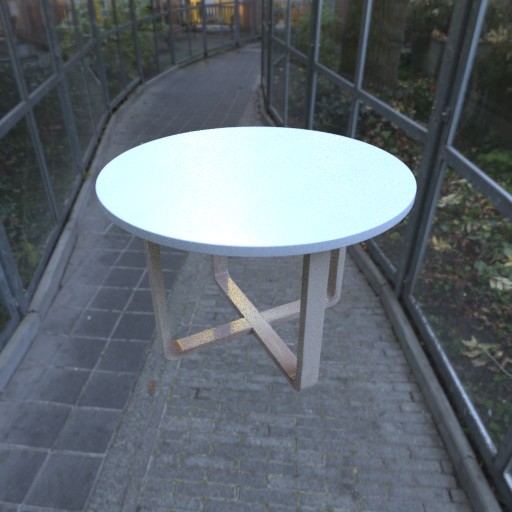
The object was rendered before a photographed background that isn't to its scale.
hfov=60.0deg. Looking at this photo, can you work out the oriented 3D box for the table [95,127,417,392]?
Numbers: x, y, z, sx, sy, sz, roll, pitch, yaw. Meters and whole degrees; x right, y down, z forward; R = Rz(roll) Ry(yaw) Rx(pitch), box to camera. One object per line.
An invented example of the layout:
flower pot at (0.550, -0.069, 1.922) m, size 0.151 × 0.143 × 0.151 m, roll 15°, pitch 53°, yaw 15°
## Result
table at (0.000, 0.000, 0.970) m, size 0.600 × 0.400 × 0.600 m, roll 0°, pitch 32°, yaw 0°
